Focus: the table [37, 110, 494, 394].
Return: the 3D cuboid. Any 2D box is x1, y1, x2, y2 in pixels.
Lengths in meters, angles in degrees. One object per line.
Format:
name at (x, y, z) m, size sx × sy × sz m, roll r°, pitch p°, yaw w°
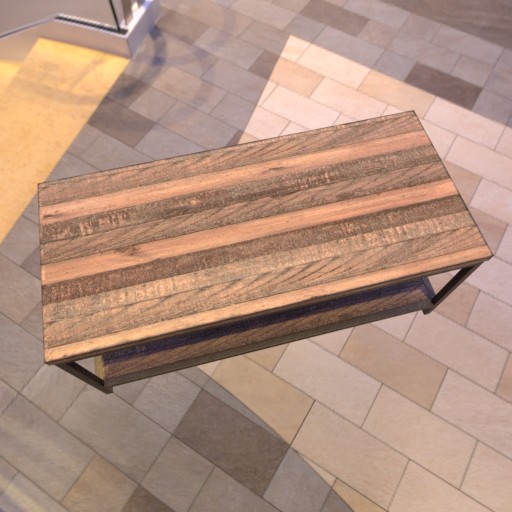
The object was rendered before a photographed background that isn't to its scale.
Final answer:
table at (0.000, 0.000, 1.219) m, size 0.990 × 0.399 × 0.452 m, roll -13°, pitch 64°, yaw -6°
